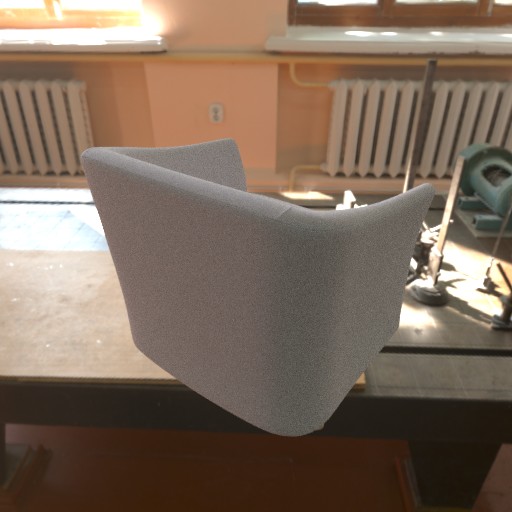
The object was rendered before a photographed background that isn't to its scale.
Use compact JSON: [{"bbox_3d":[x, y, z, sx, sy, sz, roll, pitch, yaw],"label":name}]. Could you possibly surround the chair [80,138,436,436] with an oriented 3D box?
[{"bbox_3d":[0.000,0.000,1.351,0.790,0.720,0.700,21,37,31],"label":"chair"}]
